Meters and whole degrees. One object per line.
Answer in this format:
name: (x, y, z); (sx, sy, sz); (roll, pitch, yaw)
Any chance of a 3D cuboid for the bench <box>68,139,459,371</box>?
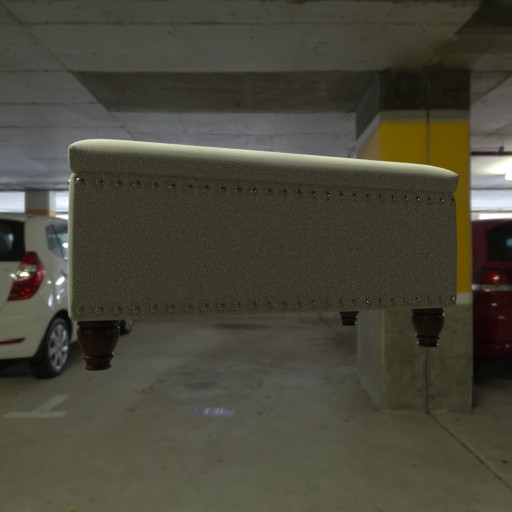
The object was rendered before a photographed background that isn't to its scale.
bench: (0.000, 0.000, 1.176); (0.887, 0.449, 0.500); (0, -1, -18)
